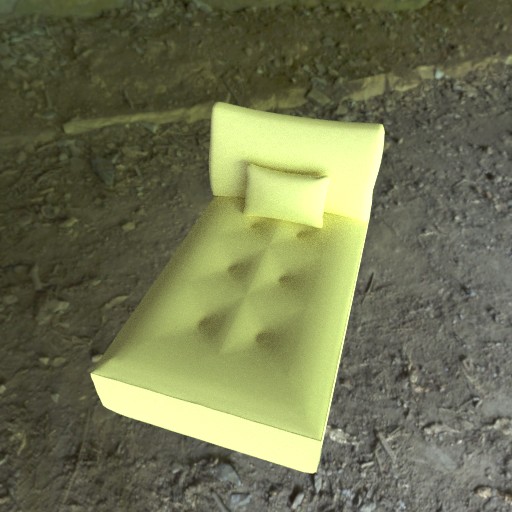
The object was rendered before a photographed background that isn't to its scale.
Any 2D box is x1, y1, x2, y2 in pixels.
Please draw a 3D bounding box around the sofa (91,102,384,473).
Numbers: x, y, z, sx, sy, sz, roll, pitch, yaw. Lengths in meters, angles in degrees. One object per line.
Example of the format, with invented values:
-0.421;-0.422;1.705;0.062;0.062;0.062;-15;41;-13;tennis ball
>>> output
0.000;0.000;2.043;0.930;0.820;1.450;12;42;13;sofa
